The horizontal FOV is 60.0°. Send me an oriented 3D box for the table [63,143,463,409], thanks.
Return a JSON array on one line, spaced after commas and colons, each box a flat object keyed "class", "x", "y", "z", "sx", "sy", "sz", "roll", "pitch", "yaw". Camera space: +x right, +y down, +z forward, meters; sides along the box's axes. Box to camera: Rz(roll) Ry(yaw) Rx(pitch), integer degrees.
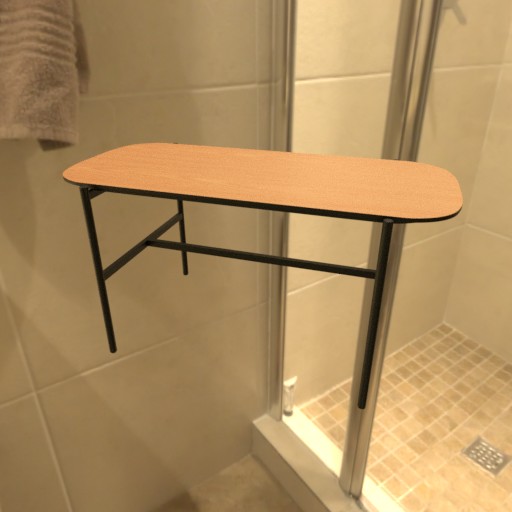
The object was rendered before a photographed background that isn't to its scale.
[{"class": "table", "x": 0.000, "y": 0.000, "z": 1.024, "sx": 0.800, "sy": 0.400, "sz": 0.400, "roll": 8, "pitch": 28, "yaw": 16}]
